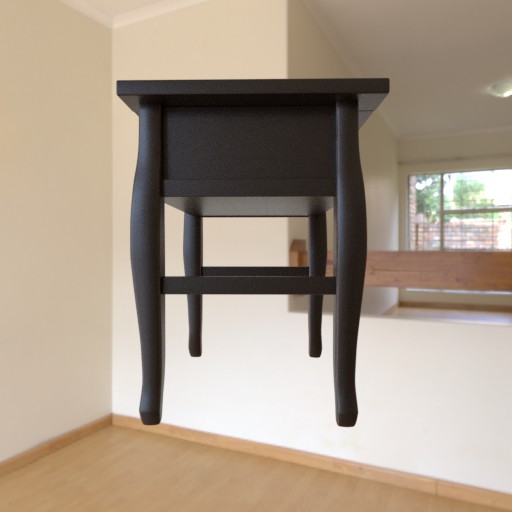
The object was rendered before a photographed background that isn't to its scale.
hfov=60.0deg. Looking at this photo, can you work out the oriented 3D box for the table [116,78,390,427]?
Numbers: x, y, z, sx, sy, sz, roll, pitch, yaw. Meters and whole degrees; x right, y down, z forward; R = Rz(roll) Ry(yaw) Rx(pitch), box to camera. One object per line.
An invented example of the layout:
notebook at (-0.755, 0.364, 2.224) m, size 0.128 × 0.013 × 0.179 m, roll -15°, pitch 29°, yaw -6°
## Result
table at (0.000, 0.000, 1.047) m, size 0.460 × 0.604 × 0.602 m, roll 0°, pitch 1°, yaw 1°
